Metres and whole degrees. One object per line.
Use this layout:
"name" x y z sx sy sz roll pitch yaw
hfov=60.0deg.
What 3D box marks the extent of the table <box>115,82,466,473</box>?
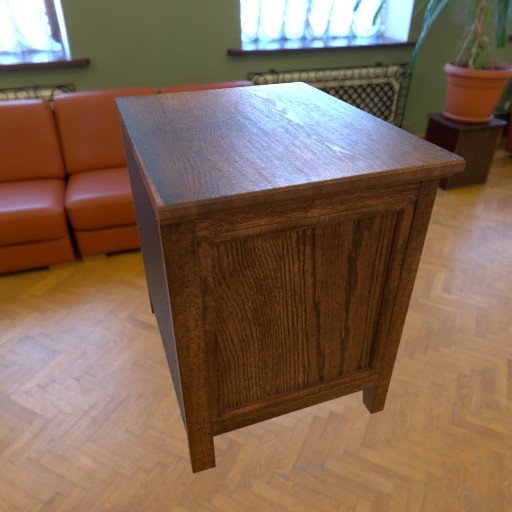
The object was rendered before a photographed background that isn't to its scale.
"table" 0.000 0.000 0.989 0.461 0.597 0.586 -11 34 -17
